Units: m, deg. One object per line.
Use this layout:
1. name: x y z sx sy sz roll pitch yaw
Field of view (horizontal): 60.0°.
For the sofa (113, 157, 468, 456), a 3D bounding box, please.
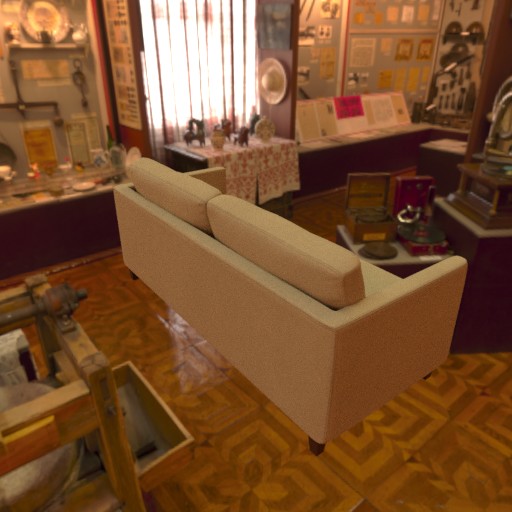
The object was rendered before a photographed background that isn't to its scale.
1. sofa: 0.000 0.000 2.718 0.948 0.932 2.181 -18 31 -33
